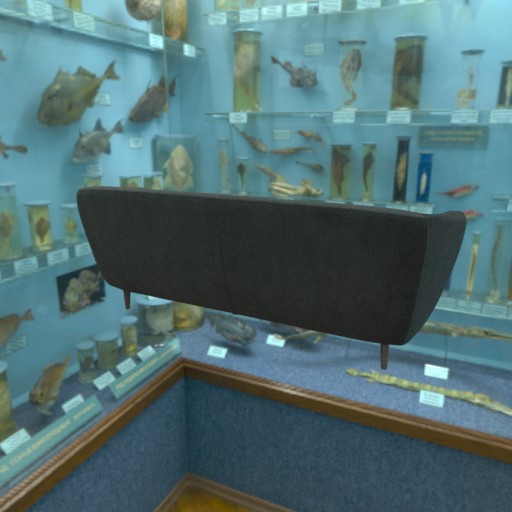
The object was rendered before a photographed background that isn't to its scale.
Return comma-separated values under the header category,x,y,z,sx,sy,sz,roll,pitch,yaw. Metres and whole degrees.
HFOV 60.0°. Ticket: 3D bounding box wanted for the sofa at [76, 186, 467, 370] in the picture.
category,x,y,z,sx,sy,sz,roll,pitch,yaw
sofa,0.000,0.000,2.755,2.296,0.875,0.956,8,18,26
